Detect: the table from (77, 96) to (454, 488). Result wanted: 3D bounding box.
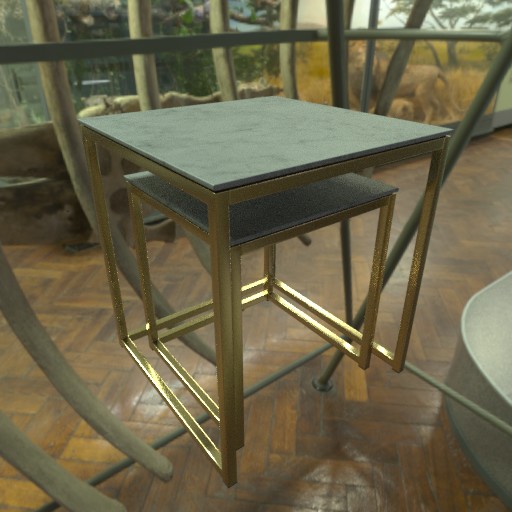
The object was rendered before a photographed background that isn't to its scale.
[{"bbox_3d":[0.000,0.000,0.857,0.450,0.500,0.450,-19,34,-32],"label":"table"}]
